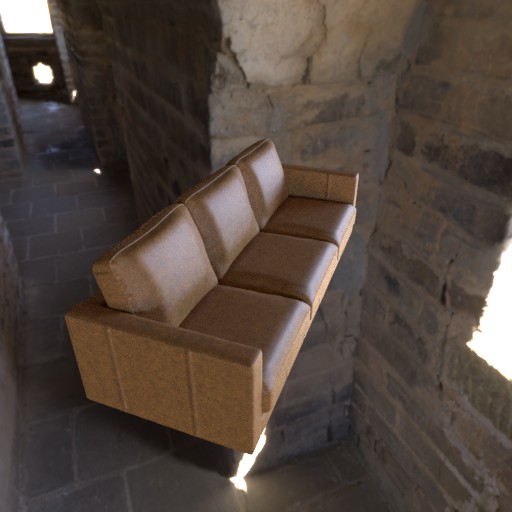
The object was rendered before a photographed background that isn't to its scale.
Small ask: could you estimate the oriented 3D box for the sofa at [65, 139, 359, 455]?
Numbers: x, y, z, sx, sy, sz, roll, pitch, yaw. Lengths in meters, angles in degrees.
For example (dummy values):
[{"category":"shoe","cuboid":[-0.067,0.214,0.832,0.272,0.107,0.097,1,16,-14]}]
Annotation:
[{"category":"sofa","cuboid":[0.000,0.000,2.762,0.903,0.930,2.231,11,32,18]}]
